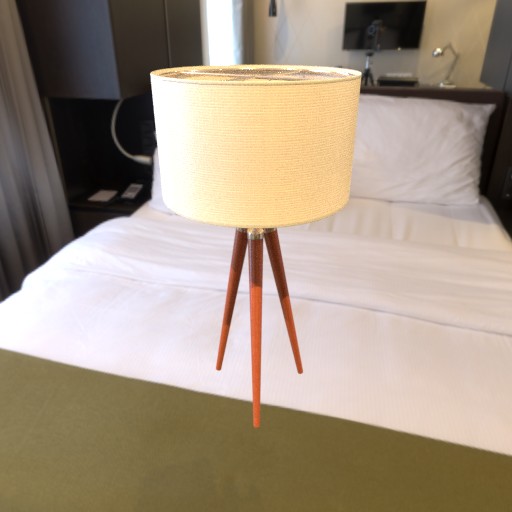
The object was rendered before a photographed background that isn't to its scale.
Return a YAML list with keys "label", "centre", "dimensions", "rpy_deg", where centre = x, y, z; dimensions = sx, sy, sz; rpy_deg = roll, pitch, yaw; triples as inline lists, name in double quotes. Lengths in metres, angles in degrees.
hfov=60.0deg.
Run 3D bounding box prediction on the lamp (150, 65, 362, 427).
- label: "lamp"
  centre: [0.000, 0.000, 0.919]
  dimensions: [0.354, 0.709, 0.355]
  rpy_deg: [-8, 28, -15]
